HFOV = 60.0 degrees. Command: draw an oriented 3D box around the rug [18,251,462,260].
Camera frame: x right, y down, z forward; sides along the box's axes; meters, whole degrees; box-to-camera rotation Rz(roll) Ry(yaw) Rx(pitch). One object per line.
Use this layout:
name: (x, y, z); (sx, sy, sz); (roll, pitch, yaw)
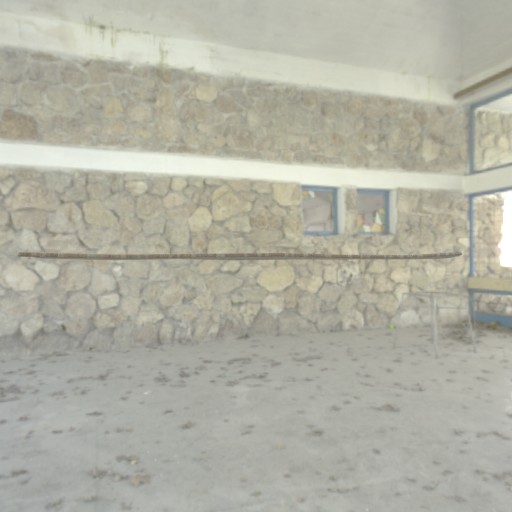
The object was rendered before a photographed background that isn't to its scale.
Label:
rug: (0.000, 0.000, 2.684); (2.452, 0.051, 0.752); (0, -1, -19)
